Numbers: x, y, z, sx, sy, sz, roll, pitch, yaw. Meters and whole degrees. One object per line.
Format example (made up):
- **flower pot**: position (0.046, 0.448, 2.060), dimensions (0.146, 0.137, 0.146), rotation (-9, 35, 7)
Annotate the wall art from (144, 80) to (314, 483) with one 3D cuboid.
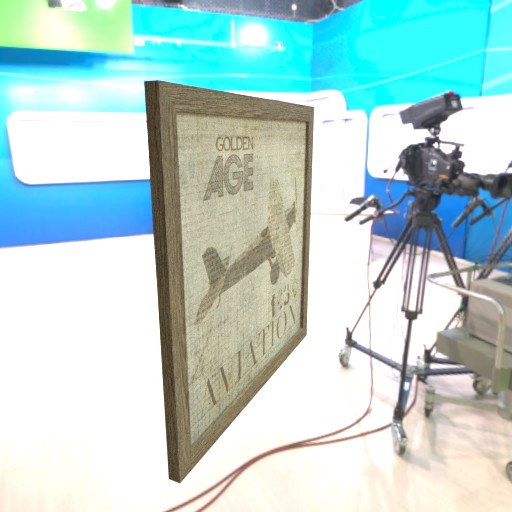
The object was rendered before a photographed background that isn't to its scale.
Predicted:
- **wall art**: position (0.000, 0.000, 0.754), dimensions (0.019, 0.508, 0.508), rotation (7, 17, 25)
